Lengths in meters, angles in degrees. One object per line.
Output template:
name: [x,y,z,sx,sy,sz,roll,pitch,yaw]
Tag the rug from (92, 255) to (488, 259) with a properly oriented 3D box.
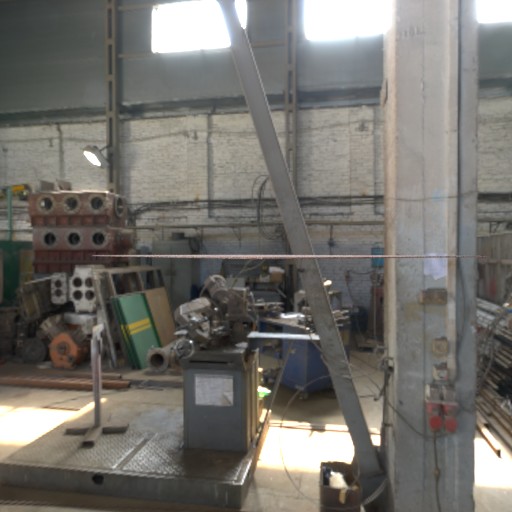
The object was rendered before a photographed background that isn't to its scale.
rug: [0.000,0.000,2.351,1.219,0.005,1.829,0,0,-35]
